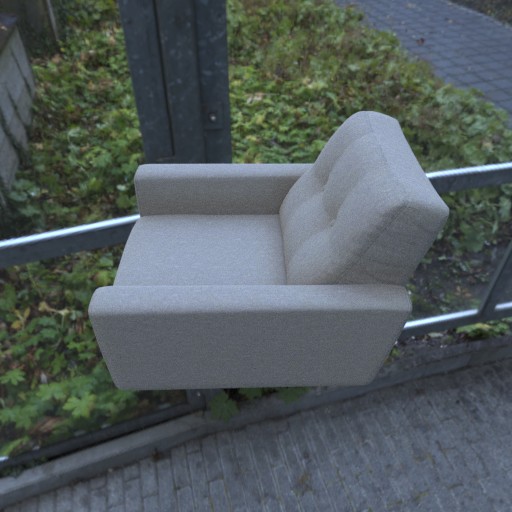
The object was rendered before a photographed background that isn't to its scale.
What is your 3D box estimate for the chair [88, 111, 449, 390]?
[{"bbox_3d":[0.000,0.000,1.806,1.128,0.965,0.897,-1,42,-1],"label":"chair"}]
